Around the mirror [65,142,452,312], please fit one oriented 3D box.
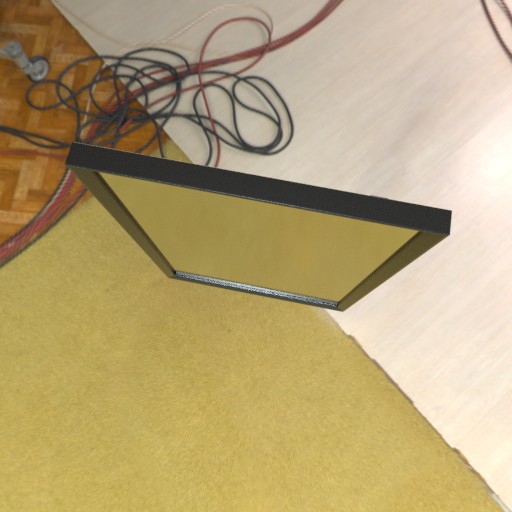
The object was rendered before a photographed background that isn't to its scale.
[{"bbox_3d":[0.000,0.000,0.920,0.507,0.710,0.039,11,75,3],"label":"mirror"}]
